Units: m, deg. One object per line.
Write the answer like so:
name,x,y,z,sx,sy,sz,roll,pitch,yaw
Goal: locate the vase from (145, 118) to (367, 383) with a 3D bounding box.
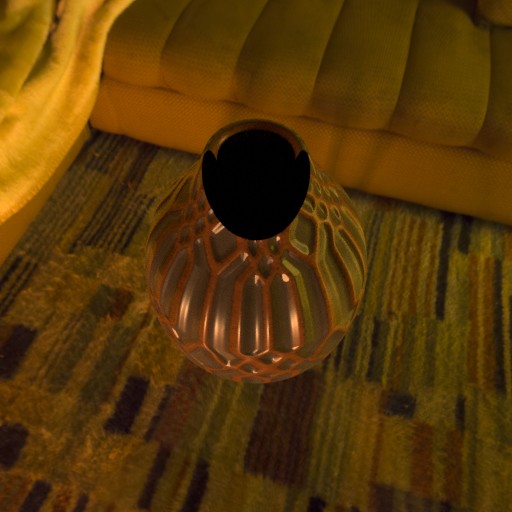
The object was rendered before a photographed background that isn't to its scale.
vase,0.000,0.000,0.137,0.069,0.088,0.069,0,58,0
